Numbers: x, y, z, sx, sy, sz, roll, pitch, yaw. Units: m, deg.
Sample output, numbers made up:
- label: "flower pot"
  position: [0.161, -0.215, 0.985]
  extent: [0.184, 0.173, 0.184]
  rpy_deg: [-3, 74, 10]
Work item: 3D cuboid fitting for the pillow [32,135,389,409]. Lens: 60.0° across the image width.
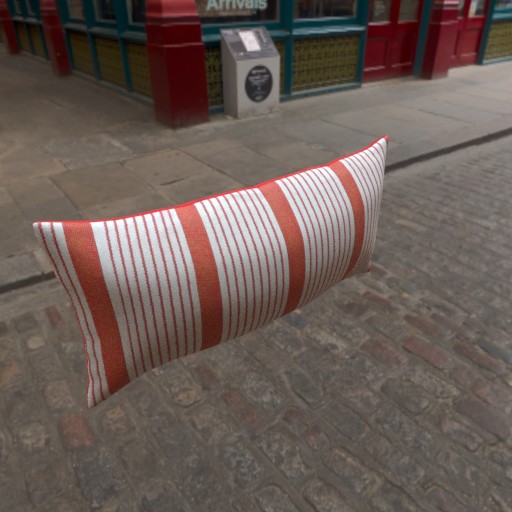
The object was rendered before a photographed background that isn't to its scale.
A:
- label: "pillow"
  position: [0.000, 0.000, 0.716]
  extent: [0.608, 0.297, 0.151]
  rpy_deg: [-21, 37, -31]
